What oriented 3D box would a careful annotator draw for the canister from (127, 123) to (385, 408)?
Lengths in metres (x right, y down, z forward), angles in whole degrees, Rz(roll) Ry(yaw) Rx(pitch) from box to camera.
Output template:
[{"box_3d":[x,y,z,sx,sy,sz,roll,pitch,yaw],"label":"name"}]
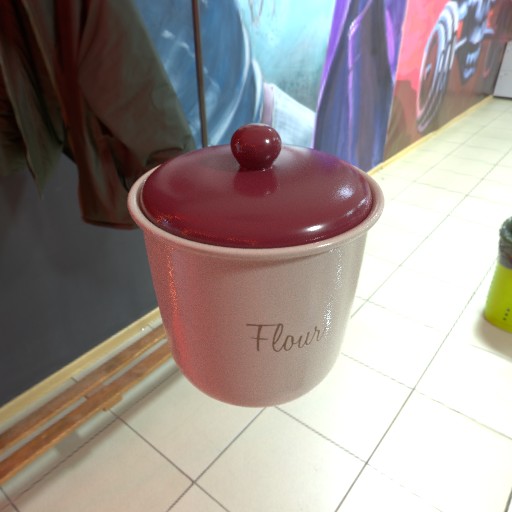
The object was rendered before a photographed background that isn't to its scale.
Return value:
[{"box_3d":[0.000,0.000,0.353,0.182,0.208,0.182,0,32,0],"label":"canister"}]
